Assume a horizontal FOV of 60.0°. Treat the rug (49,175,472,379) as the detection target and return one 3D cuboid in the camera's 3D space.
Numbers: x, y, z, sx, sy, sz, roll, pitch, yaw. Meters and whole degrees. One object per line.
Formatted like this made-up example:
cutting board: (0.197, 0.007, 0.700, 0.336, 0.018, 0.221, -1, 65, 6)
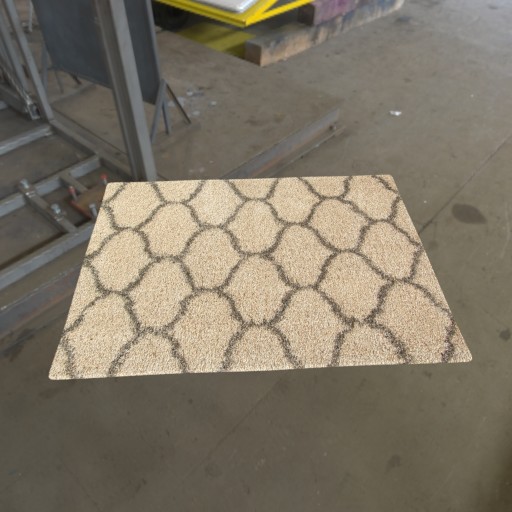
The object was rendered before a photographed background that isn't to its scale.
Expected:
rug: (0.000, 0.000, 2.083, 1.600, 0.025, 1.200, -2, 46, -2)
